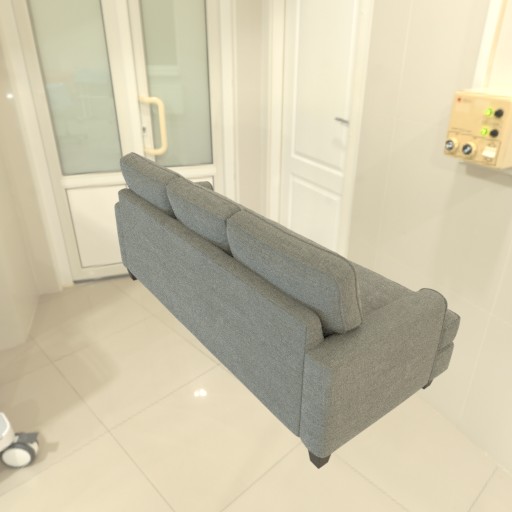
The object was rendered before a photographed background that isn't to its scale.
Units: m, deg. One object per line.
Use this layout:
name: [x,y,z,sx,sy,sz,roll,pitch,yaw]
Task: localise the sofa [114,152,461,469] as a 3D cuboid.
sofa: [0.000,0.000,2.652,0.951,0.965,2.158,-19,33,-32]
